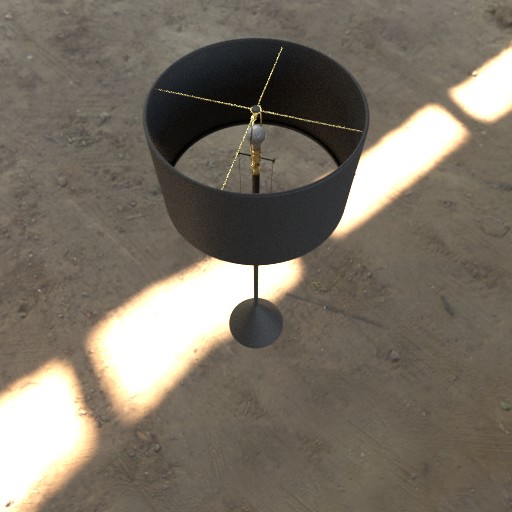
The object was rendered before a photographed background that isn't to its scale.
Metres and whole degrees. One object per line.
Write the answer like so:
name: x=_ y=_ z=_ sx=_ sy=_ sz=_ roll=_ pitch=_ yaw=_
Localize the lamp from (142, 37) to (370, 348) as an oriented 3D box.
lamp: x=0.000 y=0.000 z=1.796 sx=0.580 sy=1.526 sz=0.580 roll=14 pitch=61 yaw=8
